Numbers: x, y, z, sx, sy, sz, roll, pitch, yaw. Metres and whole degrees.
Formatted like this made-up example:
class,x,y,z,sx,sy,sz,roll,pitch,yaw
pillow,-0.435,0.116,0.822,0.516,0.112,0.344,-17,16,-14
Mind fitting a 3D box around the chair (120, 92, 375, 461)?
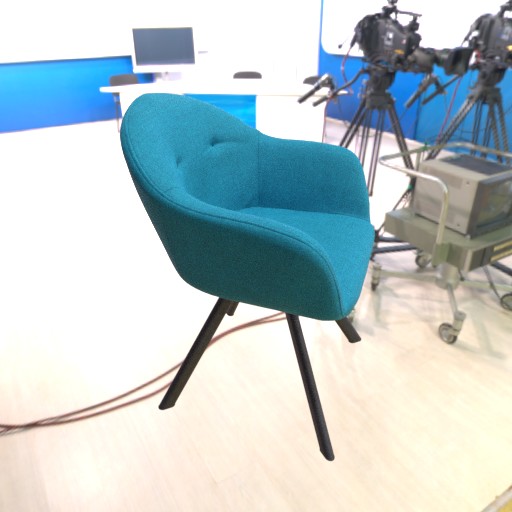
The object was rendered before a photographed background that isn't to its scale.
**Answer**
class,x,y,z,sx,sy,sz,roll,pitch,yaw
chair,0.000,0.000,1.148,0.565,0.775,0.545,10,31,17
